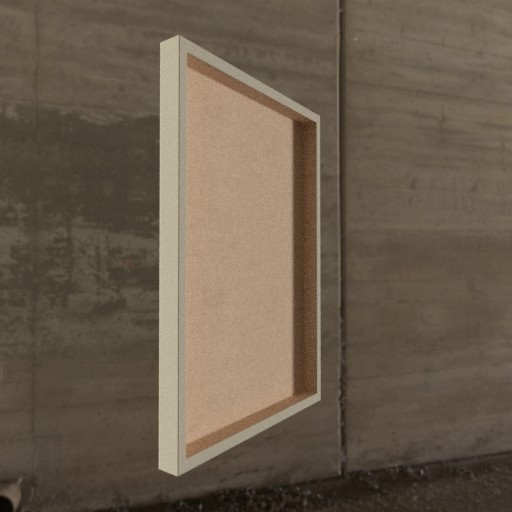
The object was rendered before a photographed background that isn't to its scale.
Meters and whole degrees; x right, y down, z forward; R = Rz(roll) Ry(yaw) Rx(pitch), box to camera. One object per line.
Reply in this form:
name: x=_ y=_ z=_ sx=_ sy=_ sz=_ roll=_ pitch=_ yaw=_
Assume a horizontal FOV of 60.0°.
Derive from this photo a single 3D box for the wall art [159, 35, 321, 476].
wall art: x=0.000 y=0.000 z=0.791 sx=0.038 sy=0.608 sz=0.418 roll=-1 pitch=-1 yaw=36
